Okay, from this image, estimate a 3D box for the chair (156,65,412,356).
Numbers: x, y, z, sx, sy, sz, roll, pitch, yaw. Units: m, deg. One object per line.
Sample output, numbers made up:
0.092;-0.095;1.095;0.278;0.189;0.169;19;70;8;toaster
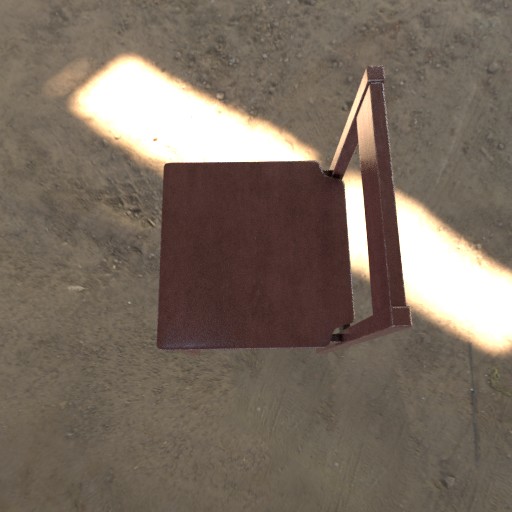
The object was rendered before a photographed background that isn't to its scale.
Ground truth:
0.000;0.000;0.879;0.361;0.668;0.367;-1;75;0;chair
